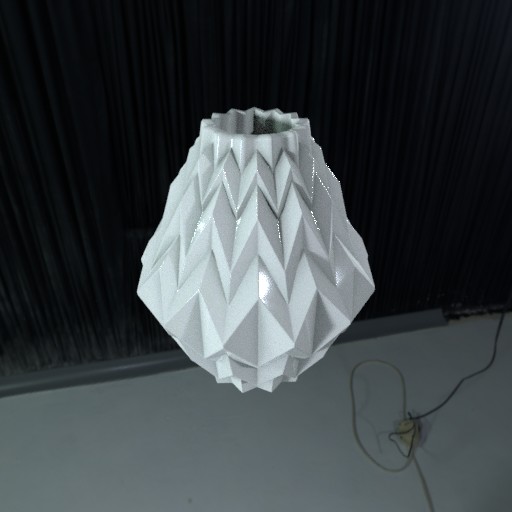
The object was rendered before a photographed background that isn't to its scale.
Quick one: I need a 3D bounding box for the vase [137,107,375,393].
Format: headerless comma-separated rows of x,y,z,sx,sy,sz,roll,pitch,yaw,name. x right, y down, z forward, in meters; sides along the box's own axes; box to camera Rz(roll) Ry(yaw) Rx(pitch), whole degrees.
0.000,0.000,0.306,0.164,0.185,0.164,0,32,0,vase
